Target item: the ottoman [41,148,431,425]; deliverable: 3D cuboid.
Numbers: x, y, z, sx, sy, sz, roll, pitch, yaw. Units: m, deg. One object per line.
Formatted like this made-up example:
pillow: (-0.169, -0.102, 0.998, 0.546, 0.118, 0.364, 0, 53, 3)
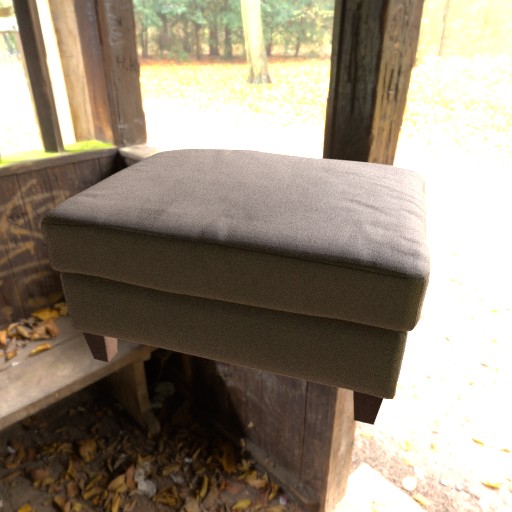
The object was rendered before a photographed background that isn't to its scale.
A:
ottoman: (0.000, 0.000, 1.304, 0.902, 0.511, 0.692, 8, 29, 15)
